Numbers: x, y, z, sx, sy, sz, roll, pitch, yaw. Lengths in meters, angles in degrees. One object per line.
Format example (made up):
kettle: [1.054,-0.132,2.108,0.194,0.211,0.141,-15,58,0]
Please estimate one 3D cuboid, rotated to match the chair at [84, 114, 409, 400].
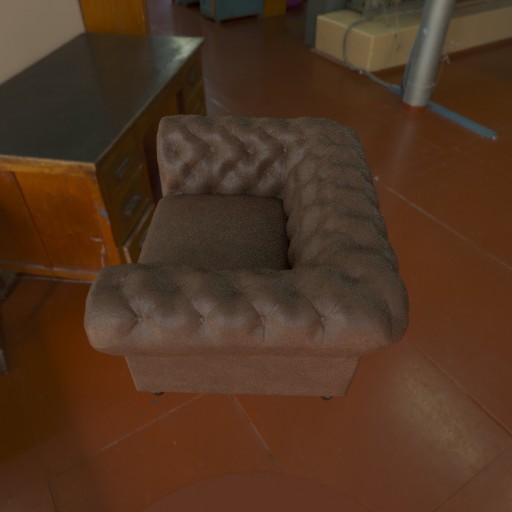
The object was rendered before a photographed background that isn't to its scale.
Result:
chair: [0.000,0.000,1.879,0.954,0.784,1.298,1,42,1]
